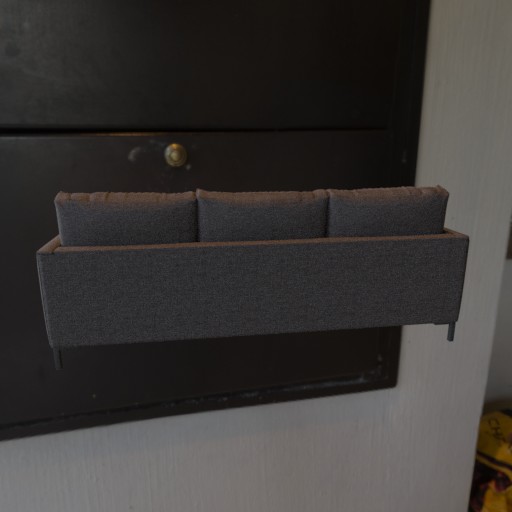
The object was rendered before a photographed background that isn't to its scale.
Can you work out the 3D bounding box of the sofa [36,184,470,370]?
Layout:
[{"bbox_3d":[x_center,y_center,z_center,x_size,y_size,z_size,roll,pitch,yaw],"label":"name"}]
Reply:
[{"bbox_3d":[0.000,0.000,2.695,2.253,0.882,0.876,-2,15,-8],"label":"sofa"}]
